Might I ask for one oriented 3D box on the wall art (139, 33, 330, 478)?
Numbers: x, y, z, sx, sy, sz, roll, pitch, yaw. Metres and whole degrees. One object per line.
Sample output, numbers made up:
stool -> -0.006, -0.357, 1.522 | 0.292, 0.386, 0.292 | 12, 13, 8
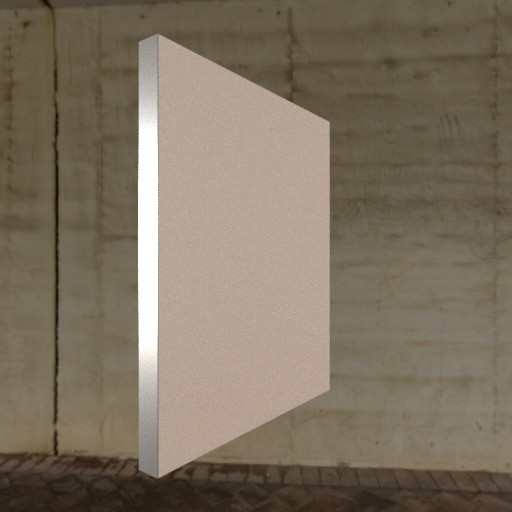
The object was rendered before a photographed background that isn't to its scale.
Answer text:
wall art -> 0.000, 0.000, 0.739 | 0.038, 0.549, 0.452 | 0, 0, 37
